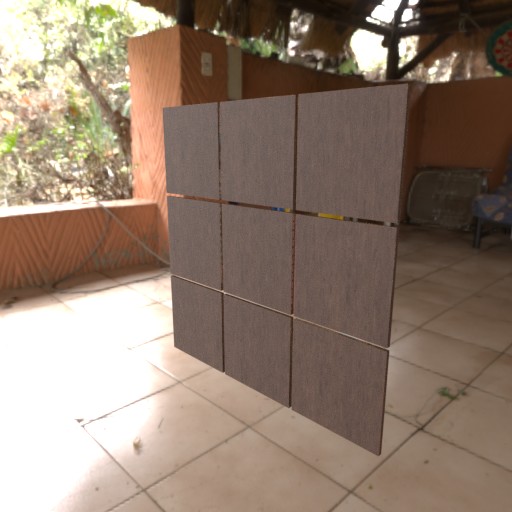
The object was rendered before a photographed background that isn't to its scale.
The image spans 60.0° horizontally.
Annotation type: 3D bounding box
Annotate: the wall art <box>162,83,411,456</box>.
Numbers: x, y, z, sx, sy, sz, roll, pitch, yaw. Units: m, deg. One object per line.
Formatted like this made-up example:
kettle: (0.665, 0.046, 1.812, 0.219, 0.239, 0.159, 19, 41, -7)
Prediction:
wall art: (0.000, 0.000, 1.361, 0.915, 0.914, 0.013, 14, 20, 43)
